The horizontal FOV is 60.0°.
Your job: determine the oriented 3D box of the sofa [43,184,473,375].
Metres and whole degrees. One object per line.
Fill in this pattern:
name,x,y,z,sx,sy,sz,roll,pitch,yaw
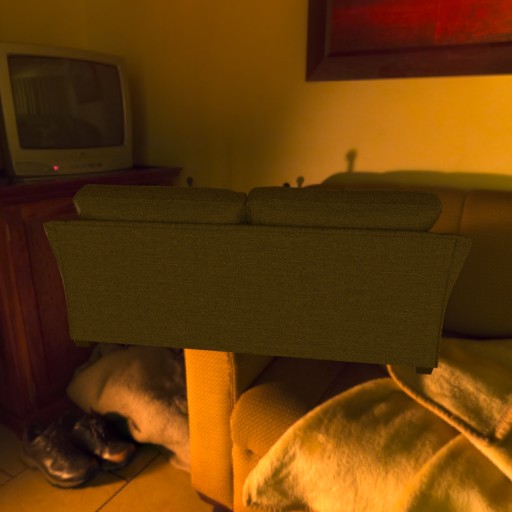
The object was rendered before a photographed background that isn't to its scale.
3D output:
sofa,0.000,0.000,2.788,2.270,0.950,0.971,3,16,9
